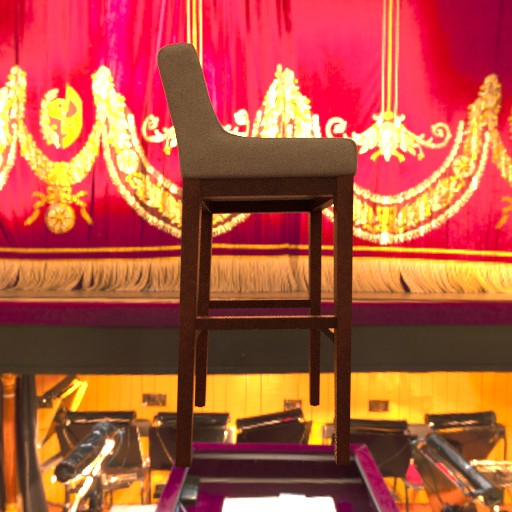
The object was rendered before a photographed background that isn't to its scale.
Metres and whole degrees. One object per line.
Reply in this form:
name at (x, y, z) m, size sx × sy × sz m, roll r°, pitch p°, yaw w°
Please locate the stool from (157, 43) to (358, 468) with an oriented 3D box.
stool at (0.000, 0.000, 1.310) m, size 0.500 × 1.037 × 0.511 m, roll 0°, pitch 0°, yaw -2°
